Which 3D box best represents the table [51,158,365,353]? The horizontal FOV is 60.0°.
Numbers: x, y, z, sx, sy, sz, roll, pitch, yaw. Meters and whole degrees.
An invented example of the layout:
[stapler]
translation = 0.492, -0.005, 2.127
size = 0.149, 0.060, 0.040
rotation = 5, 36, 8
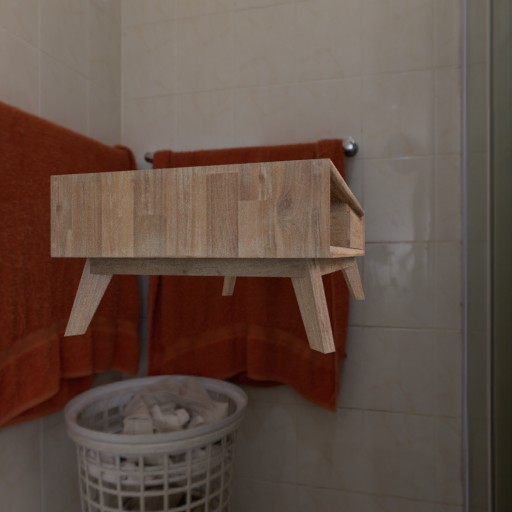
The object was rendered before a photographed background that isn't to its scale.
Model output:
[table]
translation = 0.000, 0.000, 2.088
size = 0.918, 0.531, 1.619
rotation = 0, 0, 17
